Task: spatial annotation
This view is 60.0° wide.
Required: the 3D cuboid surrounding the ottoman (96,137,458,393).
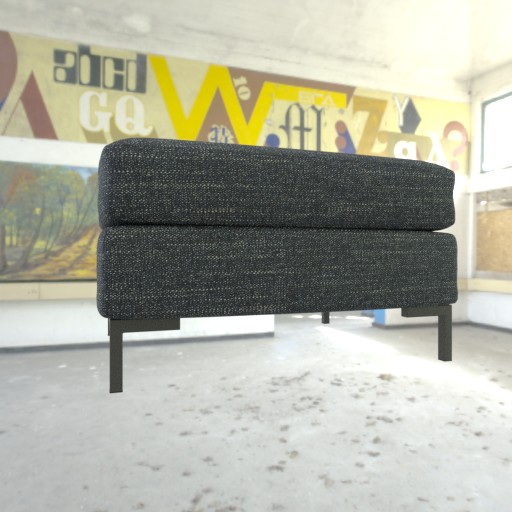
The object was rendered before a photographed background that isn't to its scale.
[{"bbox_3d":[0.000,0.000,1.206,0.814,0.491,0.667,0,0,-19],"label":"ottoman"}]
